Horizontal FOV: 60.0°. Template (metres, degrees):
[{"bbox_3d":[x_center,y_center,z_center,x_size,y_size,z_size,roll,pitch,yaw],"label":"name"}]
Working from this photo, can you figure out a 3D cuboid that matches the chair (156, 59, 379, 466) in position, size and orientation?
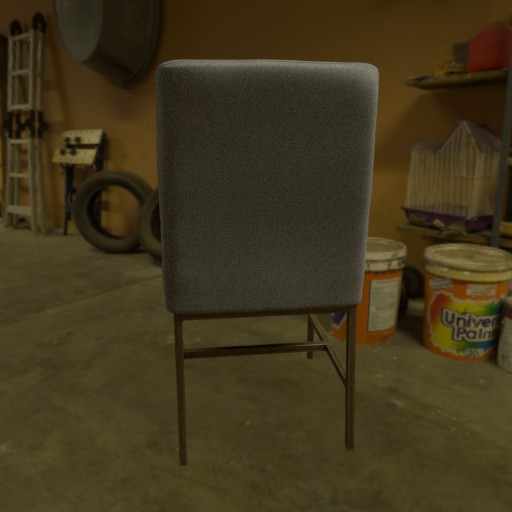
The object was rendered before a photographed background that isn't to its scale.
[{"bbox_3d":[0.000,0.000,1.199,0.508,0.889,0.587,-2,14,-7],"label":"chair"}]
